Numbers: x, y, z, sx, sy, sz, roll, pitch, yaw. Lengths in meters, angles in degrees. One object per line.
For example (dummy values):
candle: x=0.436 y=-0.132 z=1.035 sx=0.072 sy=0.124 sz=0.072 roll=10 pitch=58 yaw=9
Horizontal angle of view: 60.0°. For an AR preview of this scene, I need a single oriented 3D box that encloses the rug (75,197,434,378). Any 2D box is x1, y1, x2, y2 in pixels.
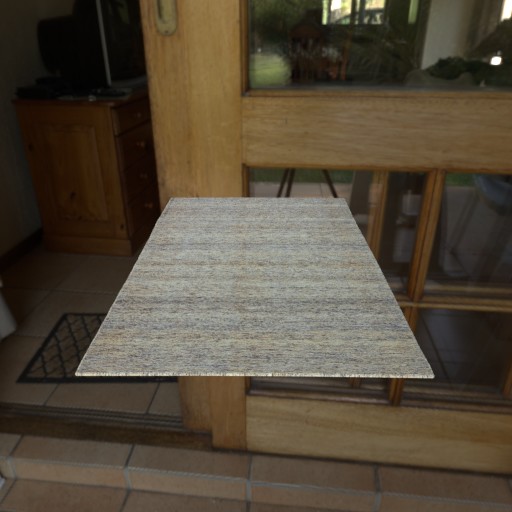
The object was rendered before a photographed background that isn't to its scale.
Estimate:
rug: x=0.000 y=0.000 z=2.341 sx=1.243 sy=0.014 sz=1.846 roll=0 pitch=27 yaw=0
